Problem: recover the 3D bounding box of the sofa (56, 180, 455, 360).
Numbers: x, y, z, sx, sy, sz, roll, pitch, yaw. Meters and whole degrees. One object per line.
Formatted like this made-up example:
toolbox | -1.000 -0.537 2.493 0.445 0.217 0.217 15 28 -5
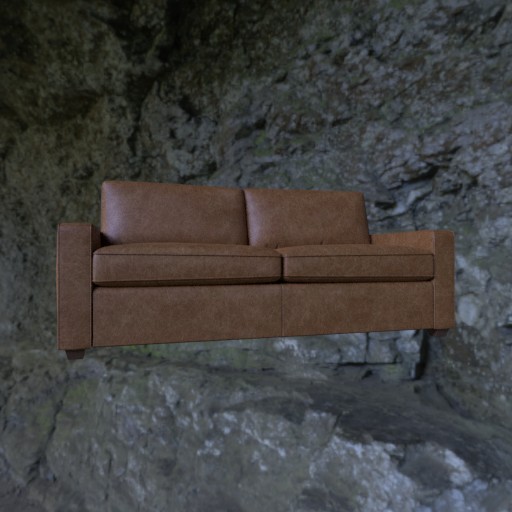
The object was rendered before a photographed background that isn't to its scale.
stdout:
sofa | 0.000 0.000 2.689 2.156 0.928 0.991 0 0 -16
